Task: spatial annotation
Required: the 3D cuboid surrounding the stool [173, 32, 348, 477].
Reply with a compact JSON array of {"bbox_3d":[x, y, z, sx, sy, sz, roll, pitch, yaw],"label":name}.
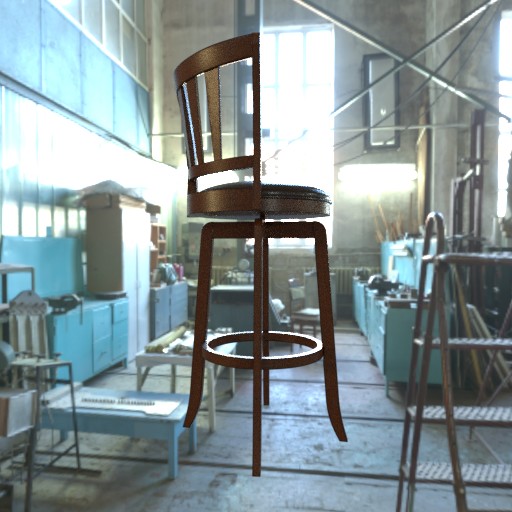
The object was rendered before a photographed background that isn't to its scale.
[{"bbox_3d":[0.000,0.000,1.438,0.503,1.177,0.464,-1,2,-37],"label":"stool"}]
